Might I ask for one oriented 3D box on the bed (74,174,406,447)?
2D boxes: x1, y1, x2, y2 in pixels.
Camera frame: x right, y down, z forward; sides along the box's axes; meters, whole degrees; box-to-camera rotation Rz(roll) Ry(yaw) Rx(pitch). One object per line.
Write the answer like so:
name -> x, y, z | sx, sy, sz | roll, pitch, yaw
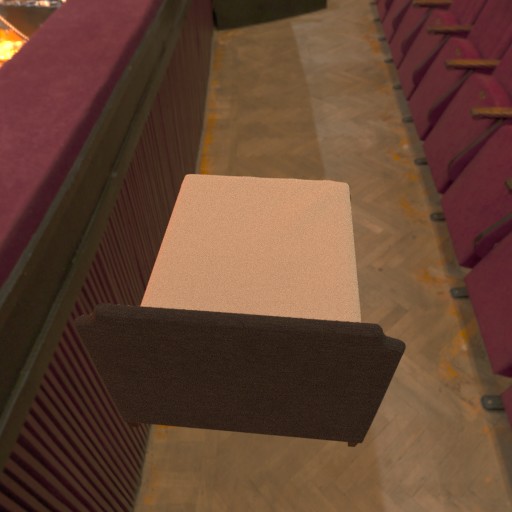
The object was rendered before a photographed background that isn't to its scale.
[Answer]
bed -> 0.000, 0.000, 3.475 | 1.713, 1.443, 2.372 | 4, 46, 4
